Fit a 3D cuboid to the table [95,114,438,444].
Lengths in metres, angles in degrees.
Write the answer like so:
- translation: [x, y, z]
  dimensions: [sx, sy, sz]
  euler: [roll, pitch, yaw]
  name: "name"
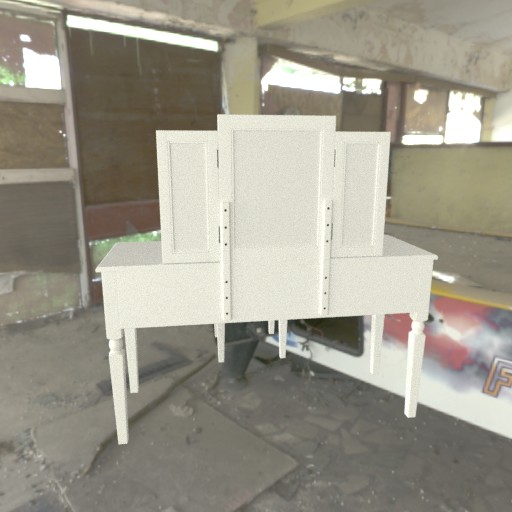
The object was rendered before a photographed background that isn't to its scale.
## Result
- translation: [0.000, 0.000, 2.291]
  dimensions: [1.369, 1.310, 1.115]
  euler: [-2, 13, -8]
  name: "table"
